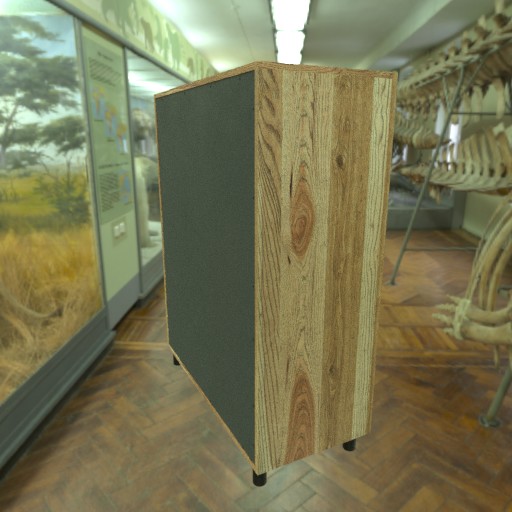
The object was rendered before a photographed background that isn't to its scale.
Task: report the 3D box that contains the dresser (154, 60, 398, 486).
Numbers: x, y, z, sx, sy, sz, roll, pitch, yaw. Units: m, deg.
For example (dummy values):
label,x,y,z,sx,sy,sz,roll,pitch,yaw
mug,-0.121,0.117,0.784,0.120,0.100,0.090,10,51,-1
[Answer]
label,x,y,z,sx,sy,sz,roll,pitch,yaw
dresser,0.000,0.000,1.726,0.480,1.243,0.966,-8,17,-26
